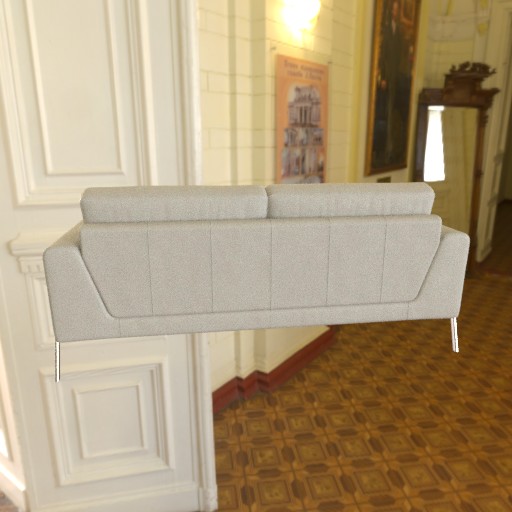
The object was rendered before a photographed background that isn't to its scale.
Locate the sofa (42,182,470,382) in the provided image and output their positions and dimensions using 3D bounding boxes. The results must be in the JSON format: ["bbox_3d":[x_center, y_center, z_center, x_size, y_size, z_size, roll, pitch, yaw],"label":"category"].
[{"bbox_3d":[0.000,0.000,2.520,2.017,0.875,0.953,-2,15,-8],"label":"sofa"}]
